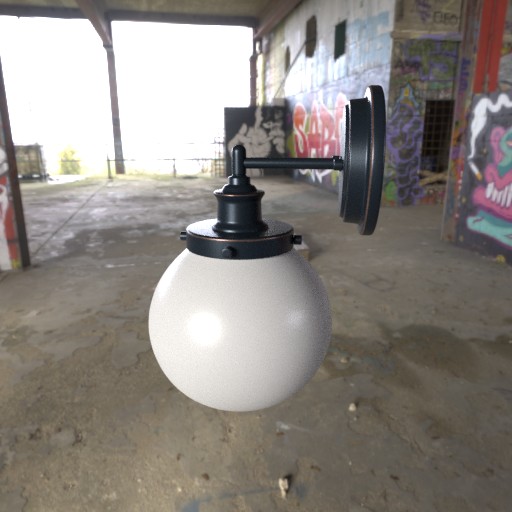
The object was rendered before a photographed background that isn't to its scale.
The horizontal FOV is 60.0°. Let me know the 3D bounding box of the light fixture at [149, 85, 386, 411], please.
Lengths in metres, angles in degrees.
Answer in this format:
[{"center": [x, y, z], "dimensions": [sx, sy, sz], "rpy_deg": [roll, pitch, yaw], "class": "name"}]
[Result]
[{"center": [0.000, 0.000, 0.465], "dimensions": [0.230, 0.332, 0.197], "rpy_deg": [2, 15, 8], "class": "light fixture"}]
